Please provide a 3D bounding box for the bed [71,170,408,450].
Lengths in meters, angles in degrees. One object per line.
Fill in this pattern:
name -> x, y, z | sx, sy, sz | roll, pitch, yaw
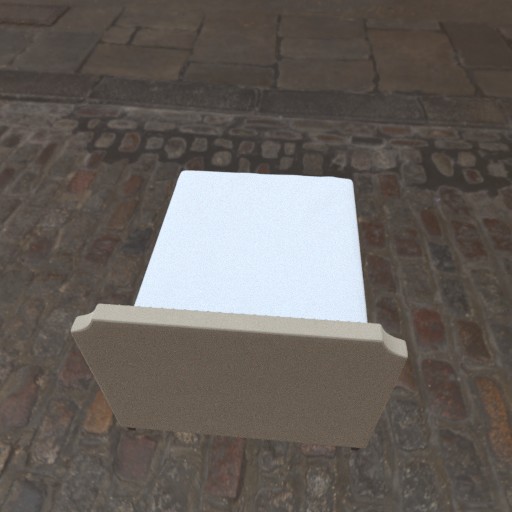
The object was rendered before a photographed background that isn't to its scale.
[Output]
bed -> 0.000, 0.000, 3.408 | 1.703, 1.415, 2.329 | 4, 46, 3
